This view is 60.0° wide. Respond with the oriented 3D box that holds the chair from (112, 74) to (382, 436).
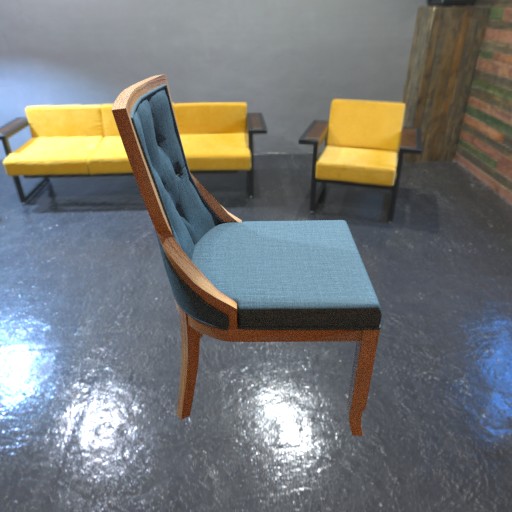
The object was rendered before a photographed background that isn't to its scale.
[{"bbox_3d":[0.000,0.000,1.316,0.641,0.947,0.524,0,30,0],"label":"chair"}]
